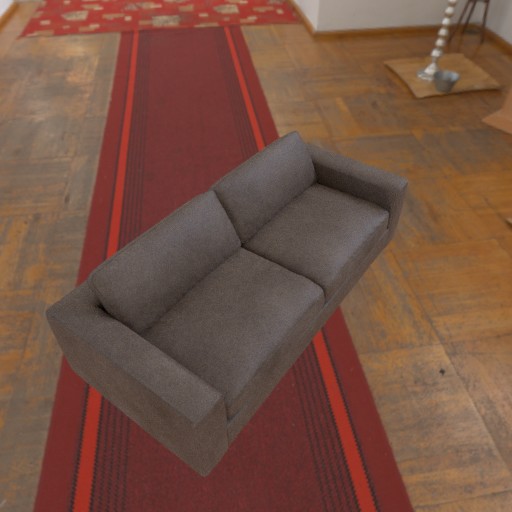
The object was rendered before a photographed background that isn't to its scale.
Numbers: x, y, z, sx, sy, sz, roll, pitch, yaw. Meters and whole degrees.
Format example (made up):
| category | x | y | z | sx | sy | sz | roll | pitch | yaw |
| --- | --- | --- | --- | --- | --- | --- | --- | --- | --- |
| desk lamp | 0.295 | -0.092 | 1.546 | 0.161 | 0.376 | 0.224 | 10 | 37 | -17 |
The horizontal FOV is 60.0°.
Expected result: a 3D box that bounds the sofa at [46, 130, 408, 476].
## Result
| category | x | y | z | sx | sy | sz | roll | pitch | yaw |
| --- | --- | --- | --- | --- | --- | --- | --- | --- | --- |
| sofa | 0.000 | 0.000 | 2.803 | 1.070 | 0.801 | 2.262 | 27 | 50 | 26 |
